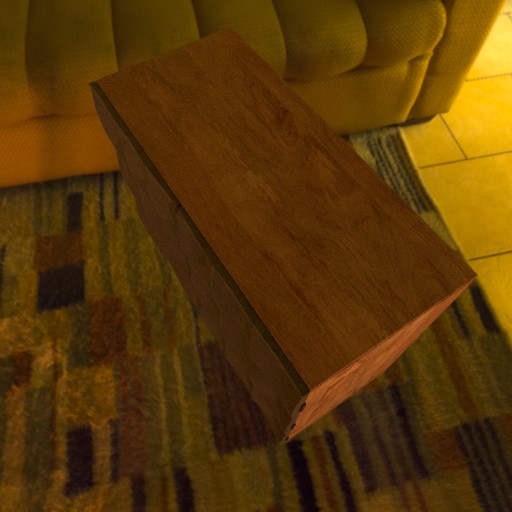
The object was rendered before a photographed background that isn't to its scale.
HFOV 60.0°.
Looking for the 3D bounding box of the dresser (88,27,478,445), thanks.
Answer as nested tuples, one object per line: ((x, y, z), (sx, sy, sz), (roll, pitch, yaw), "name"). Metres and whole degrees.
((0.000, 0.000, 1.397), (0.446, 0.847, 0.967), (-30, 65, -15), "dresser")
